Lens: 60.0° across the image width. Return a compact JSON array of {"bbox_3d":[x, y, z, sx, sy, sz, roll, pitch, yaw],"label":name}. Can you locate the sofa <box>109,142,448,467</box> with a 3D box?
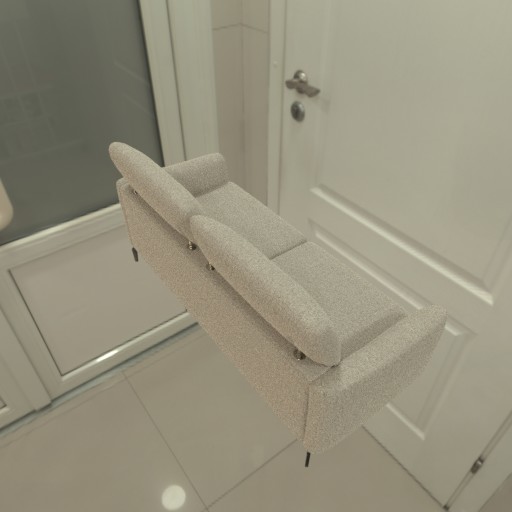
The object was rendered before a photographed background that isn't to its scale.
[{"bbox_3d":[0.000,0.000,2.527,0.856,0.956,2.015,-26,47,-27],"label":"sofa"}]
